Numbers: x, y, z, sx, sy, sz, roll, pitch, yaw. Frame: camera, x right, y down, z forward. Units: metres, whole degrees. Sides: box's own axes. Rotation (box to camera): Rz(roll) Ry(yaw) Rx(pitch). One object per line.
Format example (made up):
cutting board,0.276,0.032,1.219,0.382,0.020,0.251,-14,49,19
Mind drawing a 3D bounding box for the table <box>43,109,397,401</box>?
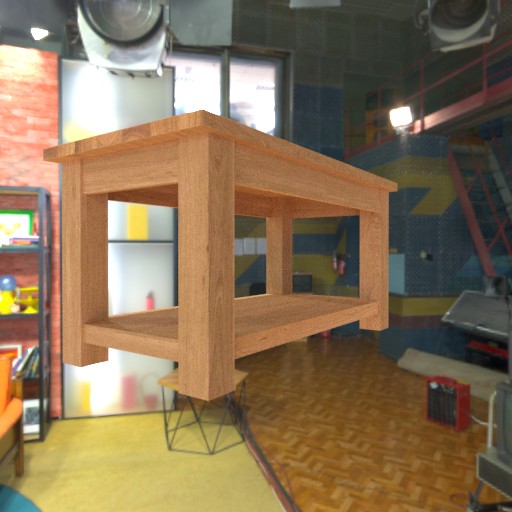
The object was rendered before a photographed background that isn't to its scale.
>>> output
table,0.000,0.000,1.162,0.450,0.452,0.899,0,1,36
